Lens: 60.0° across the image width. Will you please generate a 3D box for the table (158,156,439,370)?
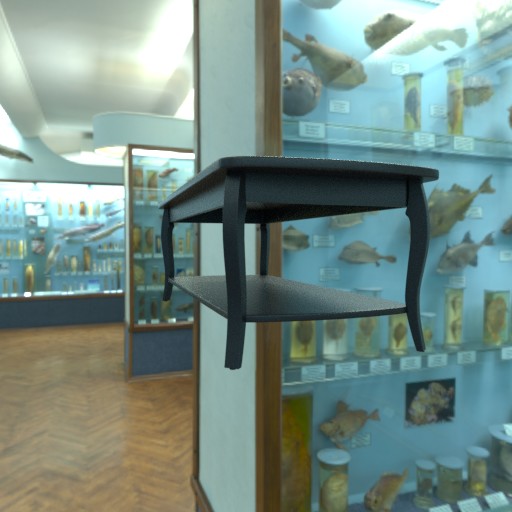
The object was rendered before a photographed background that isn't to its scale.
[{"bbox_3d":[0.000,0.000,1.603,0.571,0.457,1.333,-1,2,-18],"label":"table"}]
